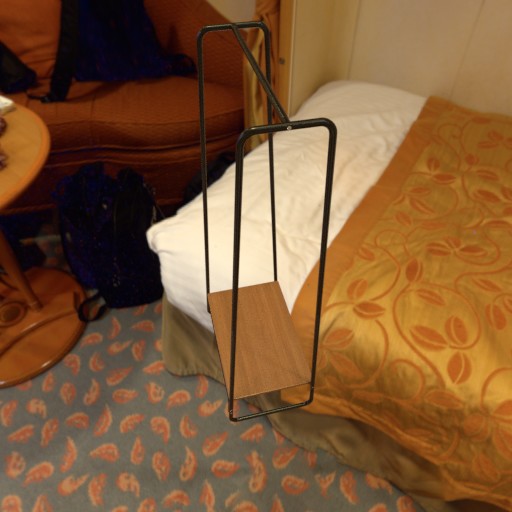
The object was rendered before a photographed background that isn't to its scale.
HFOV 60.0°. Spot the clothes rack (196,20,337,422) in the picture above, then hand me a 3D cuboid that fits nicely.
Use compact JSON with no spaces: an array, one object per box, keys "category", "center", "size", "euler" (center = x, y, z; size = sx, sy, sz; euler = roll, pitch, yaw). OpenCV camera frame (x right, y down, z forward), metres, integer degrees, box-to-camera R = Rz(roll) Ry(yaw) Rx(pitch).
[{"category":"clothes rack","center":[0.000,0.000,1.735],"size":[0.400,1.500,0.640],"euler":[-10,47,-9]}]
